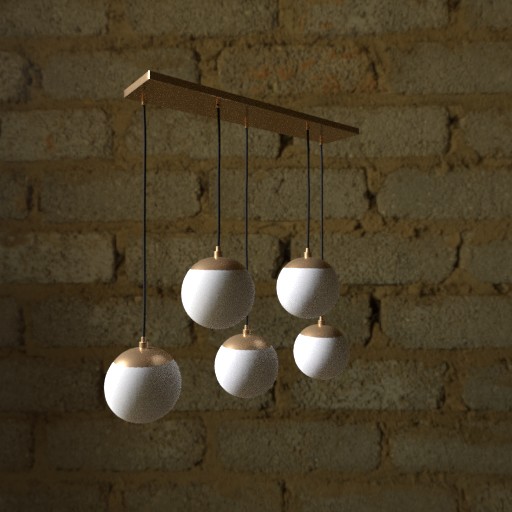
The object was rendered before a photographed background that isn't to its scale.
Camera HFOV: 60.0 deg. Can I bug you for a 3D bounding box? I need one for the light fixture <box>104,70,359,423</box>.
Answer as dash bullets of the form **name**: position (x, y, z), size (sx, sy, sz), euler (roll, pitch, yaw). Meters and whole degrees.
- **light fixture**: position (0.000, 0.000, 1.332), size (0.863, 0.869, 0.299), euler (0, 0, -38)
